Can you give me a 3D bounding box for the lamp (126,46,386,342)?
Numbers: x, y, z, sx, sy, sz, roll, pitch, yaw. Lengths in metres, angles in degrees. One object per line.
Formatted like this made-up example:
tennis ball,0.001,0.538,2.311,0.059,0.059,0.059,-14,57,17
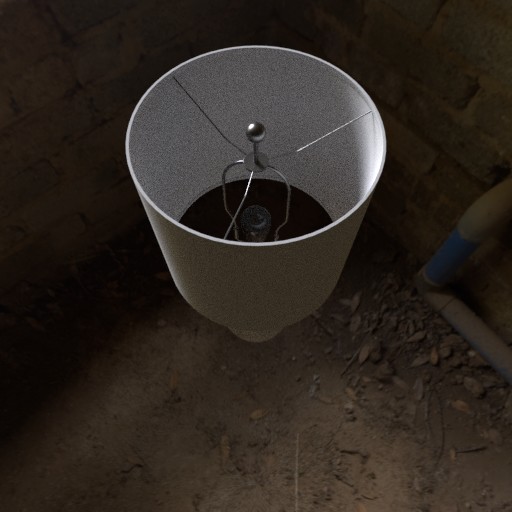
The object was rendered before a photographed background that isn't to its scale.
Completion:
lamp,0.000,0.000,0.568,0.214,0.466,0.214,12,63,6
